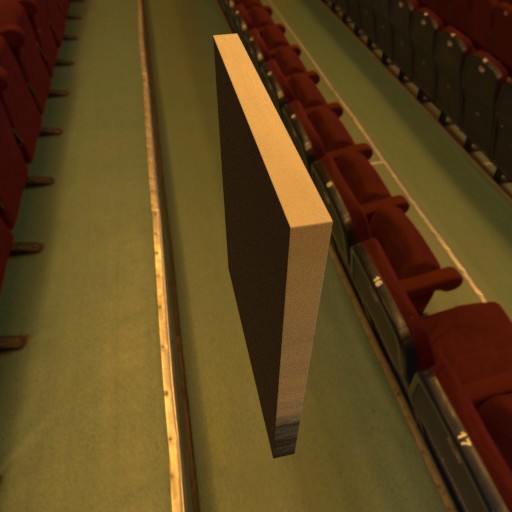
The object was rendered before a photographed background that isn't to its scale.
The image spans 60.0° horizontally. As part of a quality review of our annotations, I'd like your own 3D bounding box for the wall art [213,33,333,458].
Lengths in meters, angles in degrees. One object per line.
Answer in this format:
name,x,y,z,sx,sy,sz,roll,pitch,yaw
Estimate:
wall art,0.000,0.000,0.696,0.037,0.511,0.435,-9,46,-8
